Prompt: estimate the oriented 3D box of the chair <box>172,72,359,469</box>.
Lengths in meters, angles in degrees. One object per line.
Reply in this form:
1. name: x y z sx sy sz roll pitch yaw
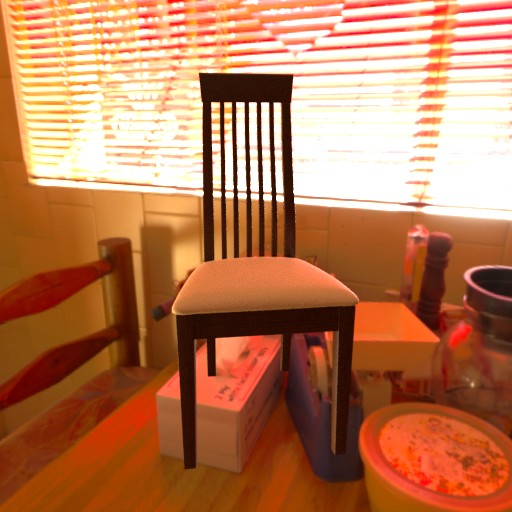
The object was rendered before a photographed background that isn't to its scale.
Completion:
1. chair: 0.000 0.000 1.272 0.460 1.027 0.474 -2 16 -7
